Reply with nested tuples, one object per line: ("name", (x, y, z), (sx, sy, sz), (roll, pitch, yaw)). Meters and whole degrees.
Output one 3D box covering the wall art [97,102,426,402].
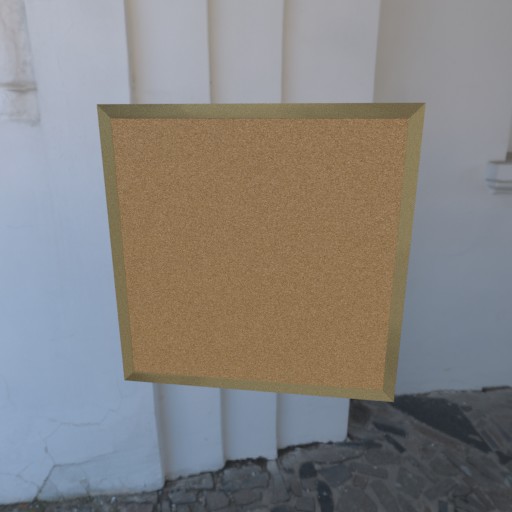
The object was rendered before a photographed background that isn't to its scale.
("wall art", (0.000, 0.000, 0.470), (0.304, 0.305, 0.038), (2, 17, 7))
